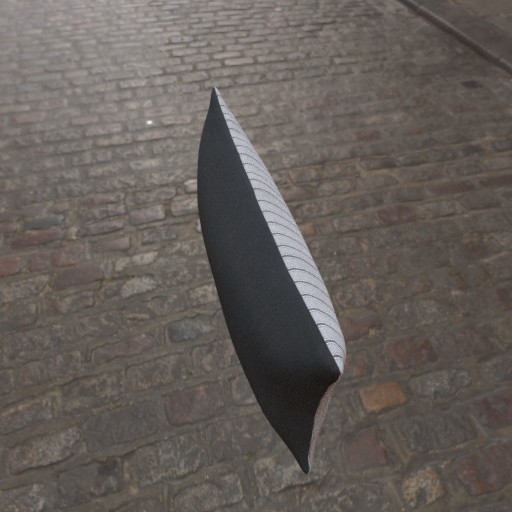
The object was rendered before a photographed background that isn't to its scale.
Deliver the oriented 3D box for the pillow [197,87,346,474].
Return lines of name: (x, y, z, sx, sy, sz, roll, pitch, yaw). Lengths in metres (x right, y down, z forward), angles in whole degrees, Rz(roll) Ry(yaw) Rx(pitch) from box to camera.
pillow: (0.000, 0.000, 0.735, 0.151, 0.305, 0.609, -11, 47, -11)
